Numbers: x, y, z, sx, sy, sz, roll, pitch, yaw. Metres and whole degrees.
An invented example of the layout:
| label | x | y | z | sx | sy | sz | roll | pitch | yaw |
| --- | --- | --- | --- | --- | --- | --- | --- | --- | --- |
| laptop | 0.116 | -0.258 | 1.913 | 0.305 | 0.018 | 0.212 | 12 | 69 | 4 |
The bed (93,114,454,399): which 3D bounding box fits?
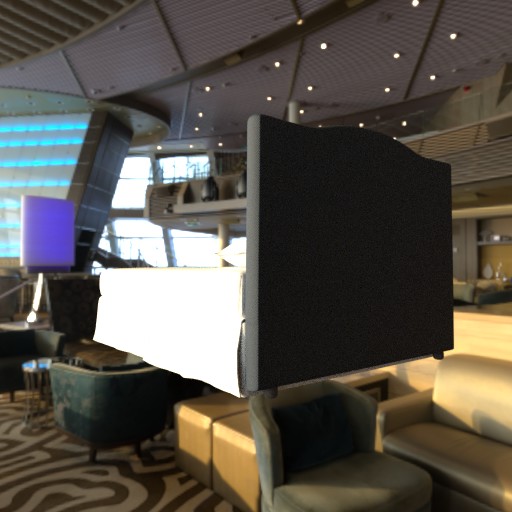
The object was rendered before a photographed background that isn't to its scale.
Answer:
| label | x | y | z | sx | sy | sz | roll | pitch | yaw |
| --- | --- | --- | --- | --- | --- | --- | --- | --- | --- |
| bed | 0.000 | 0.000 | 3.465 | 1.821 | 1.436 | 2.282 | 1 | -2 | -37 |
